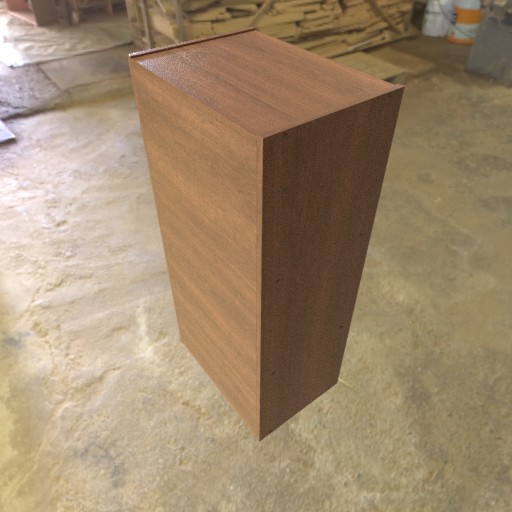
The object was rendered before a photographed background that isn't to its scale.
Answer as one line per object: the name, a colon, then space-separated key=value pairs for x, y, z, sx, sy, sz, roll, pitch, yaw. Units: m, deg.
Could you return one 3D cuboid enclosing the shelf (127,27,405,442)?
shelf: x=0.000 y=0.000 z=1.066 sx=0.290 sy=0.879 sz=0.414 roll=-27 pitch=49 yaw=-27
